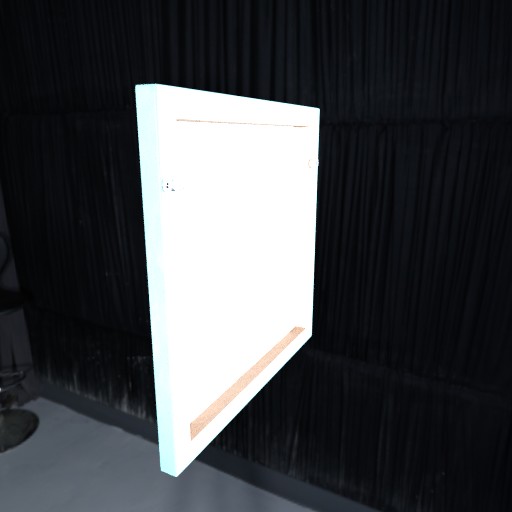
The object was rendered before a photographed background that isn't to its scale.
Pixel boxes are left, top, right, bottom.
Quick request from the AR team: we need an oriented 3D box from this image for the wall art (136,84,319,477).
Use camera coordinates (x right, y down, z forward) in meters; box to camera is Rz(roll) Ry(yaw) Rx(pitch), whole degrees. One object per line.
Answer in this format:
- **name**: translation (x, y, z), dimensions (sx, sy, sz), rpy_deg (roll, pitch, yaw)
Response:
- **wall art**: translation (0.000, 0.000, 1.612), dimensions (0.070, 1.073, 1.071), rpy_deg (8, 17, 27)
